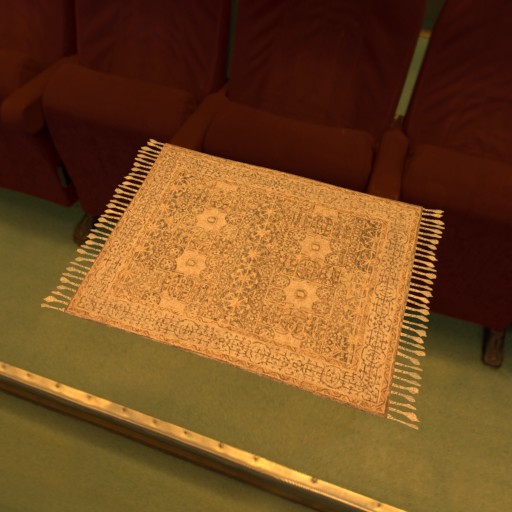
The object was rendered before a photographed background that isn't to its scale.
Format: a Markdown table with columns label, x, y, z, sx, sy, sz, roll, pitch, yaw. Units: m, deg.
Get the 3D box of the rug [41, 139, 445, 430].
| label | x | y | z | sx | sy | sz | roll | pitch | yaw |
| --- | --- | --- | --- | --- | --- | --- | --- | --- | --- |
| rug | 0.000 | 0.000 | 3.090 | 2.465 | 0.023 | 1.619 | 16 | 60 | 9 |
